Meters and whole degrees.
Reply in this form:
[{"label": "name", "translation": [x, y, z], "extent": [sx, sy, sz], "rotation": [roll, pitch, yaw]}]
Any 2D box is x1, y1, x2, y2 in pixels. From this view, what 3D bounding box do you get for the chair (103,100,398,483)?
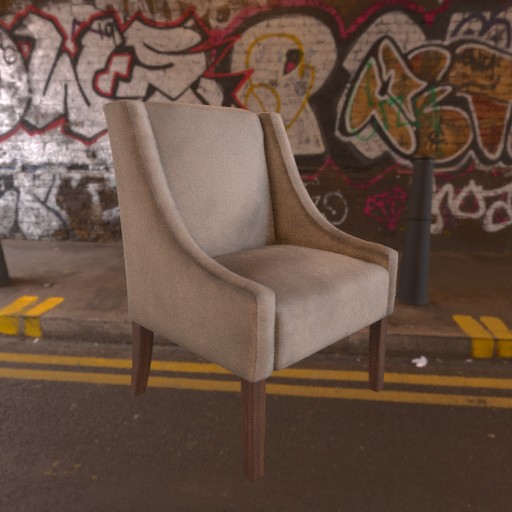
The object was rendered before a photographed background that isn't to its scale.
[{"label": "chair", "translation": [0.000, 0.000, 1.335], "extent": [0.629, 0.895, 0.629], "rotation": [13, 19, 43]}]
